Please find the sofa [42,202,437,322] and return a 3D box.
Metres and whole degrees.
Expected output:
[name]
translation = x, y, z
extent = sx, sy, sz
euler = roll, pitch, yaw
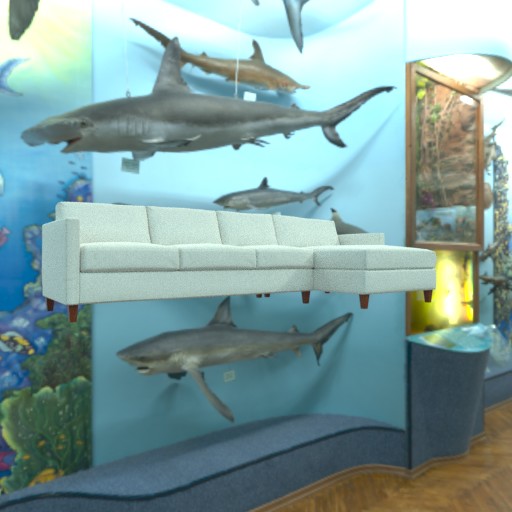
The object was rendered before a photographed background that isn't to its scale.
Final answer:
[sofa]
translation = 0.000, 0.000, 4.202
extent = 3.471, 0.954, 1.606
euler = 0, 0, -36
